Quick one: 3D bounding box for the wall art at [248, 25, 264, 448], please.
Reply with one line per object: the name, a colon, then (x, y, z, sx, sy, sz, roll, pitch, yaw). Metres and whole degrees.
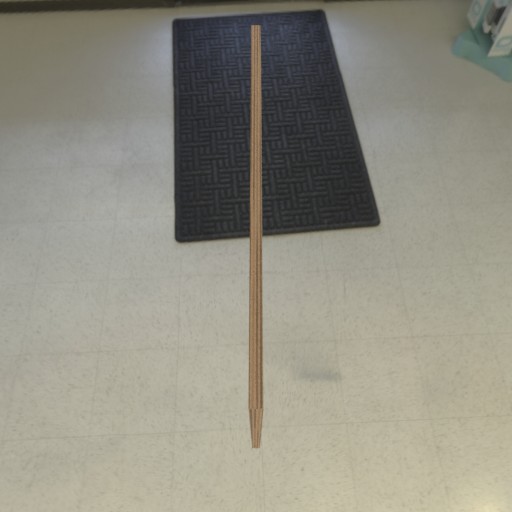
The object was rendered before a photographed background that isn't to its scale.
wall art: (0.000, 0.000, 0.675, 0.013, 0.406, 0.508, 0, 62, 0)
